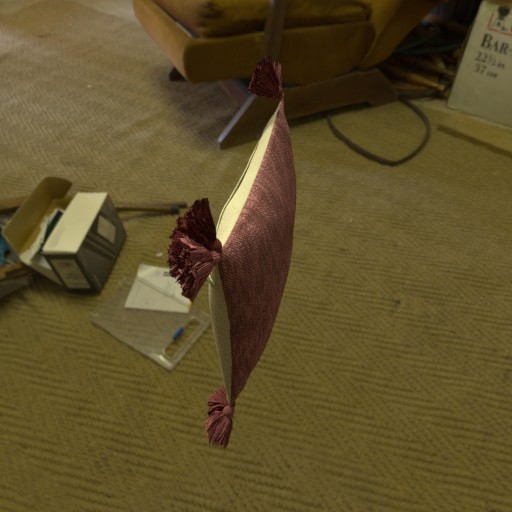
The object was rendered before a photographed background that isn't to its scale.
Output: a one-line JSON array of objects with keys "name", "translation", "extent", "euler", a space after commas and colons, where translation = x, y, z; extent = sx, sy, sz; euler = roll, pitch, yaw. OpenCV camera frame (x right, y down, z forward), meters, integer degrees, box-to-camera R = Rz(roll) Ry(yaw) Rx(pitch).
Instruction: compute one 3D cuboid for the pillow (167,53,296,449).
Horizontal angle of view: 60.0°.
[{"name": "pillow", "translation": [0.000, 0.000, 0.953], "extent": [0.138, 0.659, 0.641], "euler": [10, 48, 9]}]
